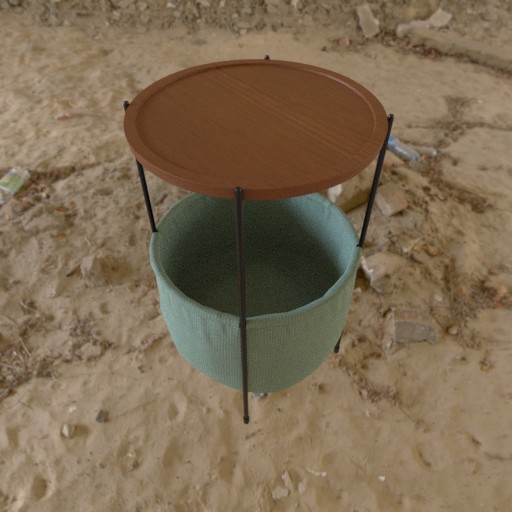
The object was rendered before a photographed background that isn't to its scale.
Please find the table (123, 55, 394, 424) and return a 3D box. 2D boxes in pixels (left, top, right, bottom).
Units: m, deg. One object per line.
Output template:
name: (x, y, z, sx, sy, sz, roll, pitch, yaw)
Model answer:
table: (0.000, 0.000, 0.878, 0.400, 0.623, 0.400, -30, 53, -26)
